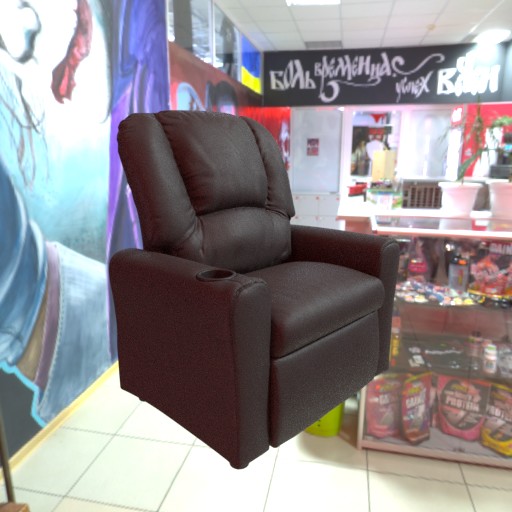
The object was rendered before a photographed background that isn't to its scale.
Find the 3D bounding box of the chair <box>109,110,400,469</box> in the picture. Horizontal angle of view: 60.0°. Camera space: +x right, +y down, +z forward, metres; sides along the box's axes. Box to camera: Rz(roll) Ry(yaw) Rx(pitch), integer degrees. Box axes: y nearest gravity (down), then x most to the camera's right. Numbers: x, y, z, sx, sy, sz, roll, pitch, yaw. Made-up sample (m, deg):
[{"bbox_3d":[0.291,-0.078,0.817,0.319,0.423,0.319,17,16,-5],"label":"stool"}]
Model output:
[{"bbox_3d":[0.000,0.000,1.098,0.521,0.709,0.610,13,19,43],"label":"chair"}]
